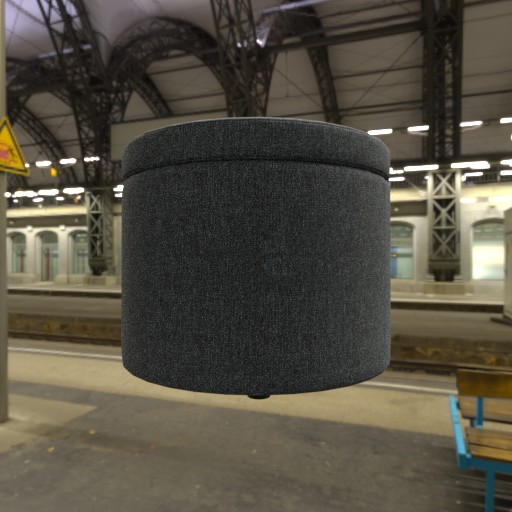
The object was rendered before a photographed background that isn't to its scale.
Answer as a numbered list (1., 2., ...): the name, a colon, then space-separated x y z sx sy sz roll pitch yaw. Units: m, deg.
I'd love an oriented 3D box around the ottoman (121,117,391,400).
1. ottoman: 0.000 0.000 0.859 0.500 0.419 0.500 0 0 0
